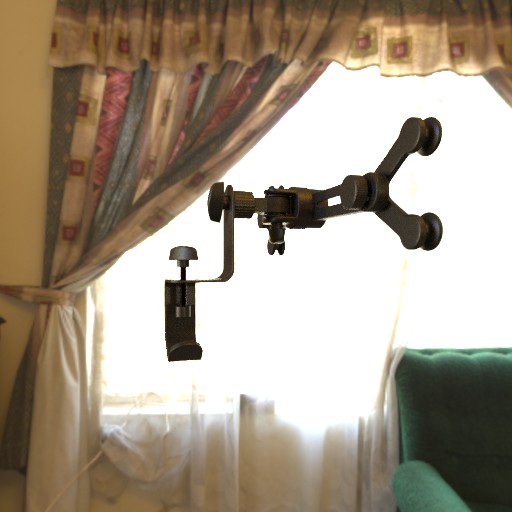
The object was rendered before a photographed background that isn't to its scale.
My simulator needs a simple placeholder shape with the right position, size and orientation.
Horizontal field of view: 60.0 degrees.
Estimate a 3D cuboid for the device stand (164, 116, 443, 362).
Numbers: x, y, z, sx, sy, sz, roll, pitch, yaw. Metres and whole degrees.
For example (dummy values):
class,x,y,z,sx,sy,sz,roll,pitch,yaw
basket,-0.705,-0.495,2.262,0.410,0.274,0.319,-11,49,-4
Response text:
class,x,y,z,sx,sy,sz,roll,pitch,yaw
device stand,0.000,0.000,0.364,0.142,0.166,0.270,0,-1,-18
